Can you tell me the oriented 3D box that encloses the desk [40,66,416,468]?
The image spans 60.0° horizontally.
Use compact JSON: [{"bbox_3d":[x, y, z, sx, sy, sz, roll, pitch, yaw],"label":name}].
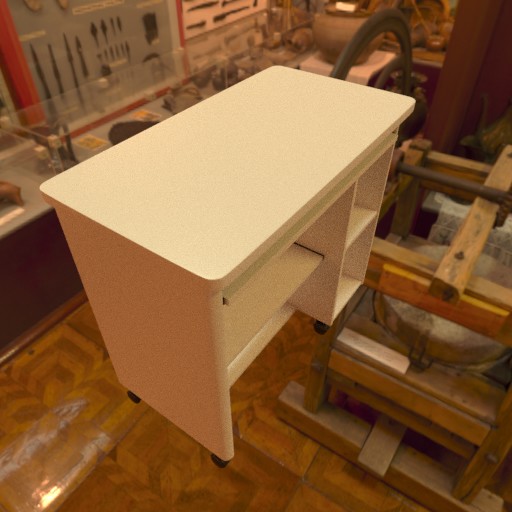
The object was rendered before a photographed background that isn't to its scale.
[{"bbox_3d":[0.000,0.000,1.304,0.475,0.763,0.877,25,48,26],"label":"desk"}]
